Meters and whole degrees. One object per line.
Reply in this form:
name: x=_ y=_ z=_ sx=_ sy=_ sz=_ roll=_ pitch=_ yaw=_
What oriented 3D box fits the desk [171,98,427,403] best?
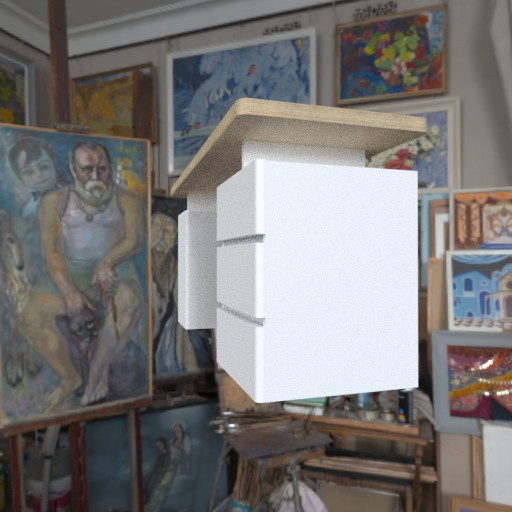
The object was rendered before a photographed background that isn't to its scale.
desk: x=0.000 y=0.000 z=1.860 sx=0.550 sy=0.755 sz=1.500 roll=0 pitch=0 yaw=-17
